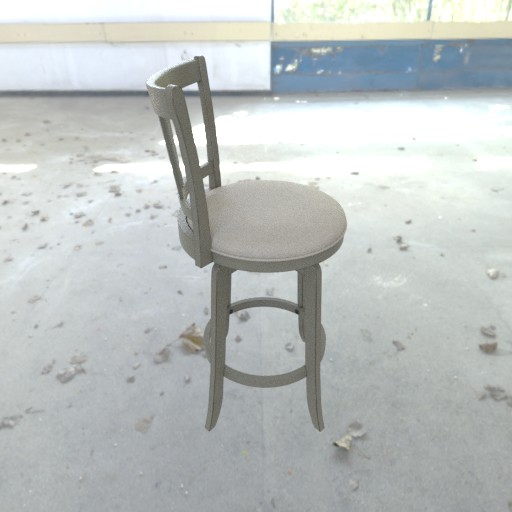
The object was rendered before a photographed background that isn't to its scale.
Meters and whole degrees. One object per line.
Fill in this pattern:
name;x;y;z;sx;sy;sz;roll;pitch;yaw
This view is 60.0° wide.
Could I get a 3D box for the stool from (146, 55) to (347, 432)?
stool;0.000;0.000;1.260;0.486;0.994;0.450;0;31;0
